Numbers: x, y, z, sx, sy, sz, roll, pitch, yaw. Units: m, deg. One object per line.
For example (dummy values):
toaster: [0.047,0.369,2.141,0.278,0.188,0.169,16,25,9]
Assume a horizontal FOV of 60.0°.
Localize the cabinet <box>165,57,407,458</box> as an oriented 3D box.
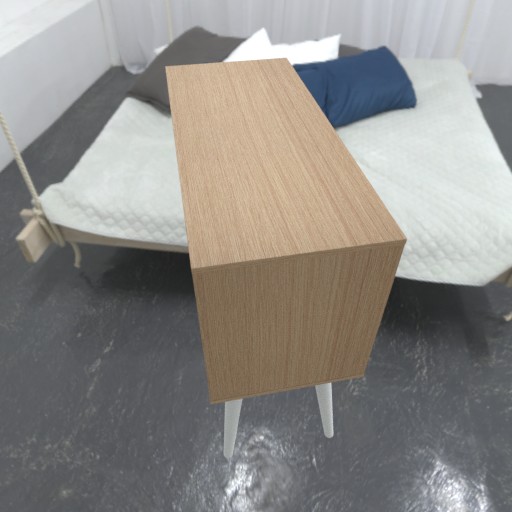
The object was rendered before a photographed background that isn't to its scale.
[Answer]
cabinet: [0.000,0.000,1.635,0.470,1.016,1.057,-8,44,-8]
